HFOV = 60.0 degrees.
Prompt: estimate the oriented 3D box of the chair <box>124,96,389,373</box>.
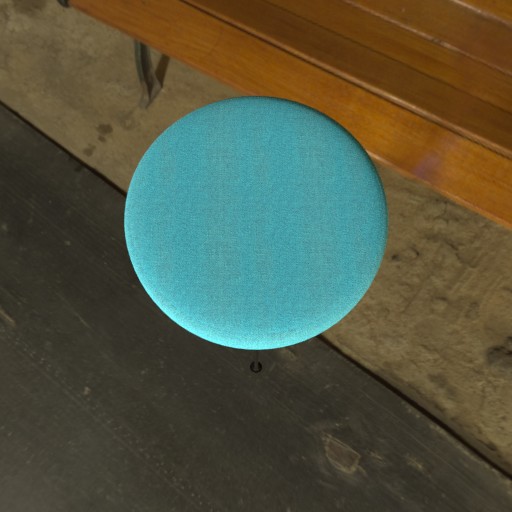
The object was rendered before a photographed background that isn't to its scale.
[{"bbox_3d":[0.000,0.000,0.690,0.350,0.440,0.350,-1,75,0],"label":"chair"}]
